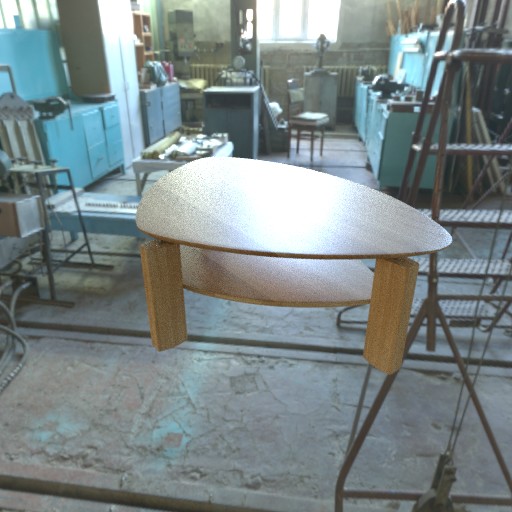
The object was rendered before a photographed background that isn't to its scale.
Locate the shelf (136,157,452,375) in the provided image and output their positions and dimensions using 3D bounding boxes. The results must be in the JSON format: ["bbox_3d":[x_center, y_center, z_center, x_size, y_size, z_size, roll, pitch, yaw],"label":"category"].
[{"bbox_3d":[0.000,0.000,1.640,0.863,0.439,1.240,-19,32,-33],"label":"shelf"}]
